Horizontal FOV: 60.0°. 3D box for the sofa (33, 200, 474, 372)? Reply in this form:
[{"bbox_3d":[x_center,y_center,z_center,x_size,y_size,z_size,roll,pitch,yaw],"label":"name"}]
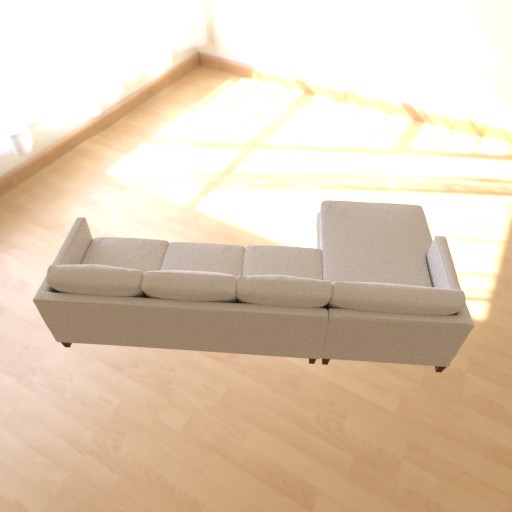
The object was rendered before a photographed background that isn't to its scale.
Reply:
[{"bbox_3d":[0.000,0.000,3.892,3.186,0.846,1.625,3,47,3],"label":"sofa"}]
